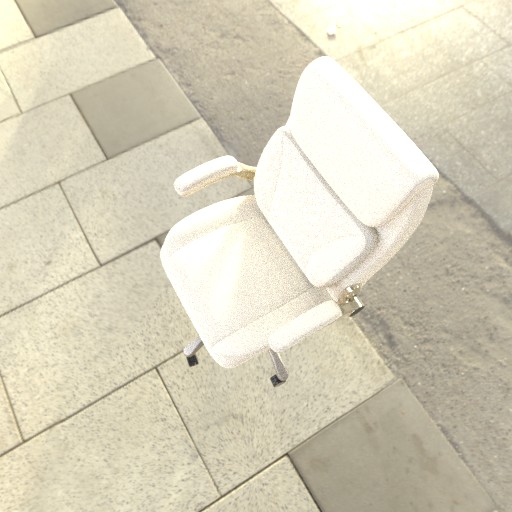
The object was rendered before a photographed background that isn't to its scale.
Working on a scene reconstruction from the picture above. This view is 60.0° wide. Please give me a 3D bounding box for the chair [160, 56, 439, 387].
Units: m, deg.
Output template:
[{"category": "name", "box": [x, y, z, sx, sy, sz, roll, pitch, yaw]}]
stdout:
[{"category": "chair", "box": [0.000, 0.000, 1.593, 0.794, 1.110, 0.740, -31, 68, -14]}]
